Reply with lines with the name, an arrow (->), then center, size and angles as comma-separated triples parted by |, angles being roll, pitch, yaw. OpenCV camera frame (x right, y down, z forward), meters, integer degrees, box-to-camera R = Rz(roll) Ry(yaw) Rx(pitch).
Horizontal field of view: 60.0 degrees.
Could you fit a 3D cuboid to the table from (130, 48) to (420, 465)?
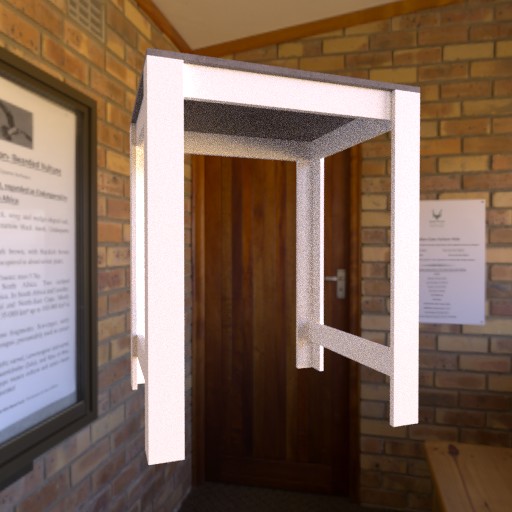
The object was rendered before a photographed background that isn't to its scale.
table -> 0.000, 0.000, 1.538 | 0.800, 1.020, 0.700 | 0, 1, -19
